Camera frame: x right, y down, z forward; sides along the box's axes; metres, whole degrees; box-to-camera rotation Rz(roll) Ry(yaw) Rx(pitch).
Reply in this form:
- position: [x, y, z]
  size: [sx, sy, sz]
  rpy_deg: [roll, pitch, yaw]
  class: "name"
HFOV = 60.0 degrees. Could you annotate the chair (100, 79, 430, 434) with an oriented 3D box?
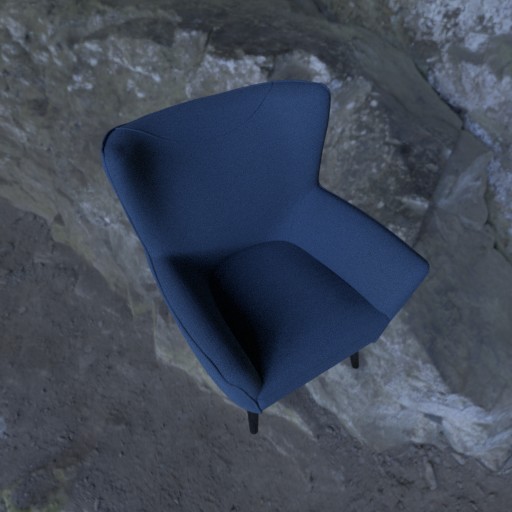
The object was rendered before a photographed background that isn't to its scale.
- position: [0.000, 0.000, 1.578]
  size: [0.781, 0.933, 0.888]
  rpy_deg: [-25, 51, -22]
  class: "chair"
